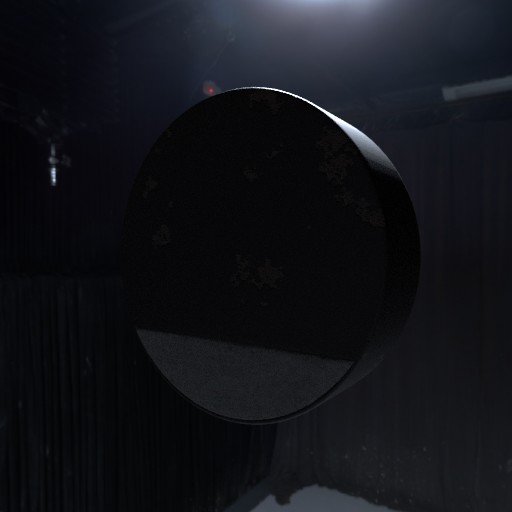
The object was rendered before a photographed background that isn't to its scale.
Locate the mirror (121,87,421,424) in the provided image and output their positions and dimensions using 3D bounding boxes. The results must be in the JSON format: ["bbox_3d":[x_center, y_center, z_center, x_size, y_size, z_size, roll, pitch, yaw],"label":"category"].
[{"bbox_3d":[0.000,0.000,0.567,0.386,0.386,0.126,1,1,36],"label":"mirror"}]
